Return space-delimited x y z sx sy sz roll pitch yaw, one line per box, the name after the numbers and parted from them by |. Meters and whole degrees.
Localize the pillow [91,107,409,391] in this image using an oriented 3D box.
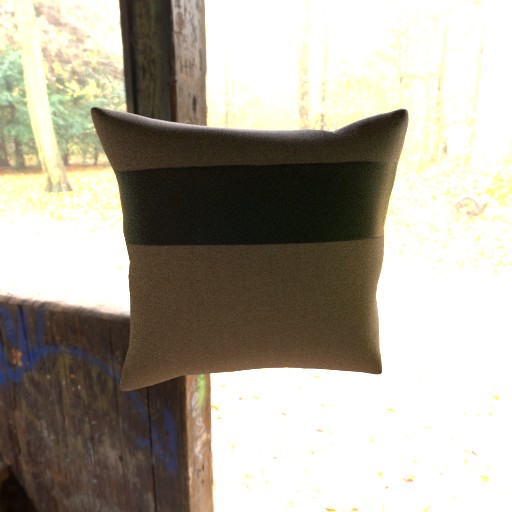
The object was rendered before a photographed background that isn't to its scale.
0.000 0.000 0.626 0.414 0.399 0.173 -2 15 -6 | pillow
